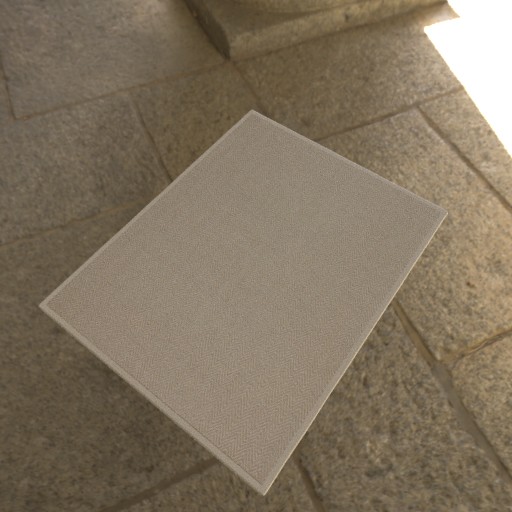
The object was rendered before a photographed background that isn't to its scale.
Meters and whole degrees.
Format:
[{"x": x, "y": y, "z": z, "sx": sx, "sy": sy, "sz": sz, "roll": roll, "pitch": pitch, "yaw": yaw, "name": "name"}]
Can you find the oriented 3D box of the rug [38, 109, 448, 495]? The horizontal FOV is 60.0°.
[{"x": 0.000, "y": 0.000, "z": 4.056, "sx": 2.407, "sy": 0.020, "sz": 3.051, "roll": 33, "pitch": 65, "yaw": 18, "name": "rug"}]
